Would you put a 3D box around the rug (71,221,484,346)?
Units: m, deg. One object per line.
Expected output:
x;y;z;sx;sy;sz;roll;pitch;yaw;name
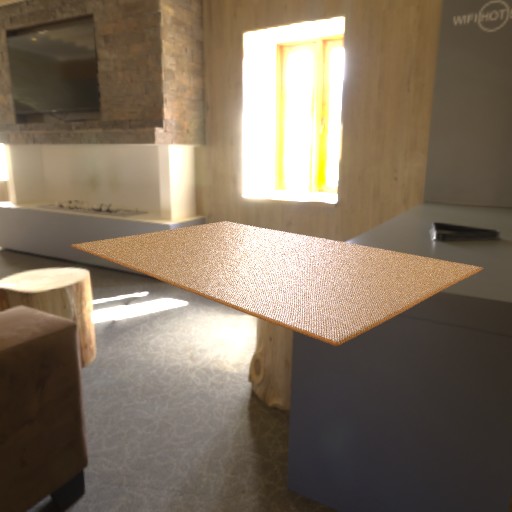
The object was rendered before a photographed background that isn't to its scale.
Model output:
0.000;0.000;2.095;1.078;0.013;1.678;-13;19;-43;rug
